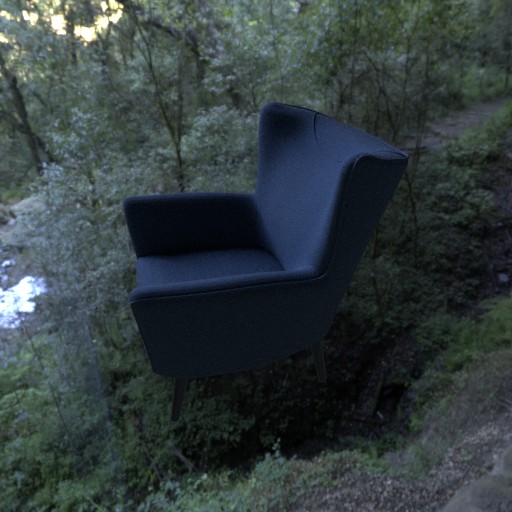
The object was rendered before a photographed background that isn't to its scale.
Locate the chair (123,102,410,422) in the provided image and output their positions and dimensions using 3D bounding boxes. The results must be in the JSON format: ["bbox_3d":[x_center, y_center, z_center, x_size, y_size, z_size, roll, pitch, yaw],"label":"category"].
[{"bbox_3d":[0.000,0.000,1.610,0.888,0.933,0.781,-8,30,-14],"label":"chair"}]
